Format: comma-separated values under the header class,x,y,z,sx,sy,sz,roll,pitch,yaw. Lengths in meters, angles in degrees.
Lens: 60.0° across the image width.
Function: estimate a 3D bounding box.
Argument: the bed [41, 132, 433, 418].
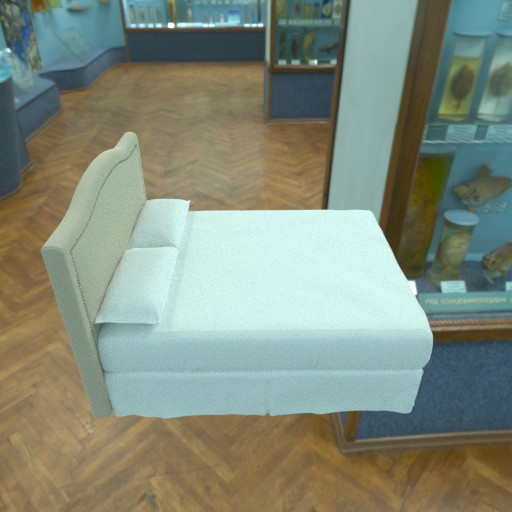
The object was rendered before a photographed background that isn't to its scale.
class,x,y,z,sx,sy,sz,roll,pitch,yaw
bed,0.000,0.000,3.224,2.143,1.460,1.753,0,34,-1
